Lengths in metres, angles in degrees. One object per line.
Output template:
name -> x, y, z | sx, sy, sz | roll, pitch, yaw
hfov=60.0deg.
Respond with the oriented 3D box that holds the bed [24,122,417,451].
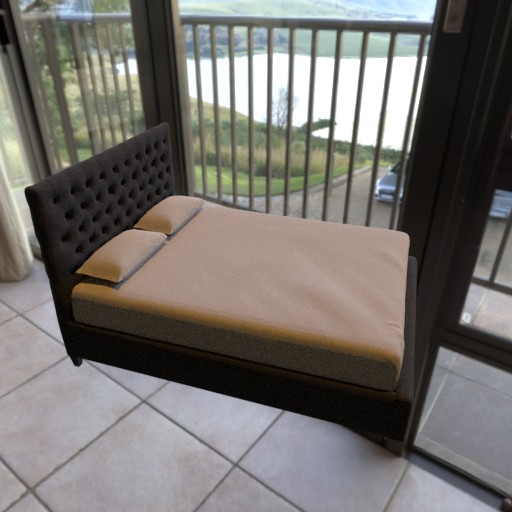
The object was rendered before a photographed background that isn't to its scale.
bed -> 0.000, 0.000, 3.318 | 2.387, 1.427, 1.698 | 9, 31, 16
